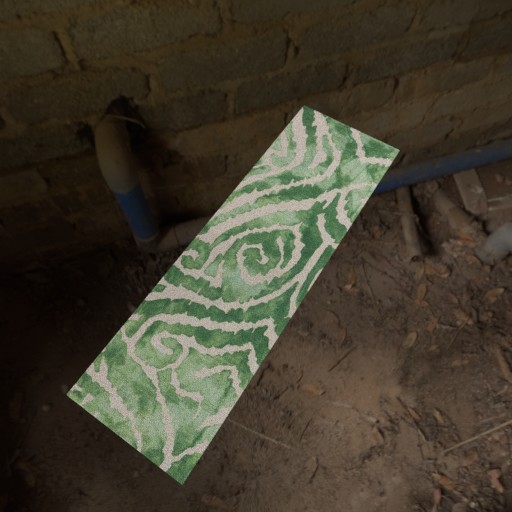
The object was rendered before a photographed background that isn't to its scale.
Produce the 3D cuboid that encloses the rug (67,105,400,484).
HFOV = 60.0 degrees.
[{"bbox_3d":[0.000,0.000,2.674,0.761,0.006,2.438,30,67,14],"label":"rug"}]
